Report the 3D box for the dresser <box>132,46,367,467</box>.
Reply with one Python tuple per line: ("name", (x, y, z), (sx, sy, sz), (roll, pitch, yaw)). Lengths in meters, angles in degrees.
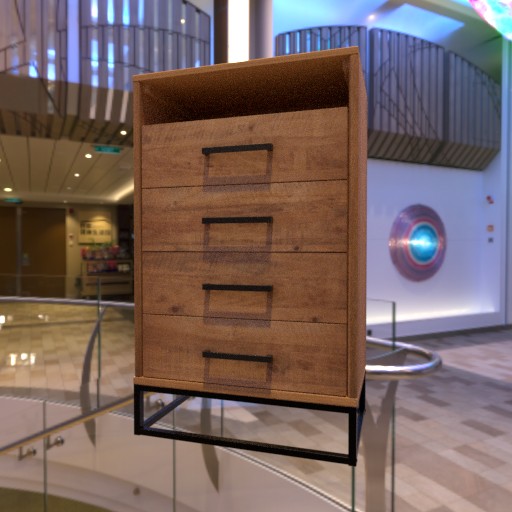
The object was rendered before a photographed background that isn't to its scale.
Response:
("dresser", (0.000, 0.000, 1.621), (0.761, 1.240, 0.479), (0, 1, 17))
